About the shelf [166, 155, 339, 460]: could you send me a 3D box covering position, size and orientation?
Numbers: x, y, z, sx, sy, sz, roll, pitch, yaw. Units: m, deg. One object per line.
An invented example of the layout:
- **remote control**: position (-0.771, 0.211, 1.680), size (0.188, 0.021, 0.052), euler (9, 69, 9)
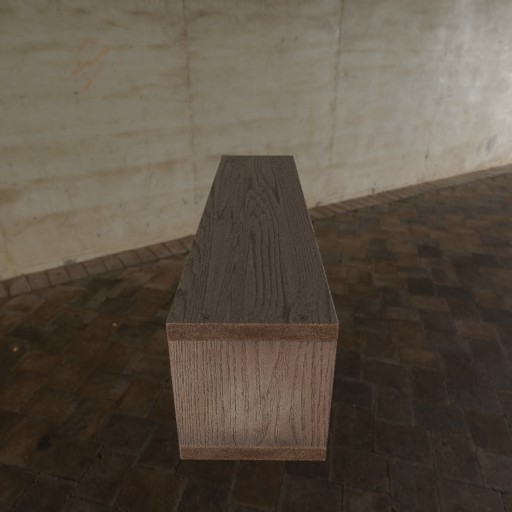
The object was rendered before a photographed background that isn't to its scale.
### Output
- **shelf**: position (0.000, 0.000, 0.695), size (0.150, 0.170, 0.610), euler (0, 26, 1)
